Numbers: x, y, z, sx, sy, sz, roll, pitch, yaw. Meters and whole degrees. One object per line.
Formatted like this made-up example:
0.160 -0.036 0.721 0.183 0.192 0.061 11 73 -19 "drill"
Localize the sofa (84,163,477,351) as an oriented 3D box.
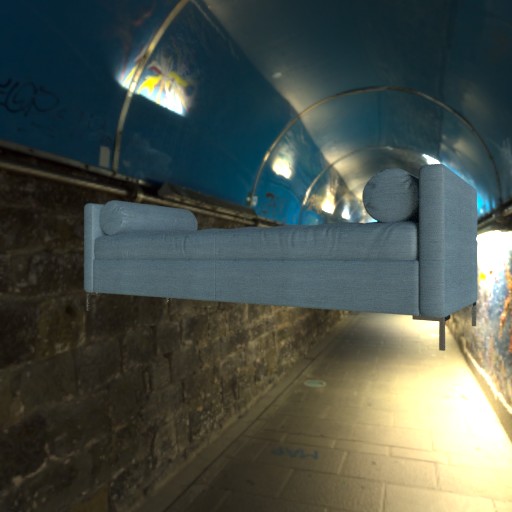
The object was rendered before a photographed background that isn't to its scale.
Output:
0.000 0.000 2.296 1.981 0.635 0.686 0 0 35 "sofa"
